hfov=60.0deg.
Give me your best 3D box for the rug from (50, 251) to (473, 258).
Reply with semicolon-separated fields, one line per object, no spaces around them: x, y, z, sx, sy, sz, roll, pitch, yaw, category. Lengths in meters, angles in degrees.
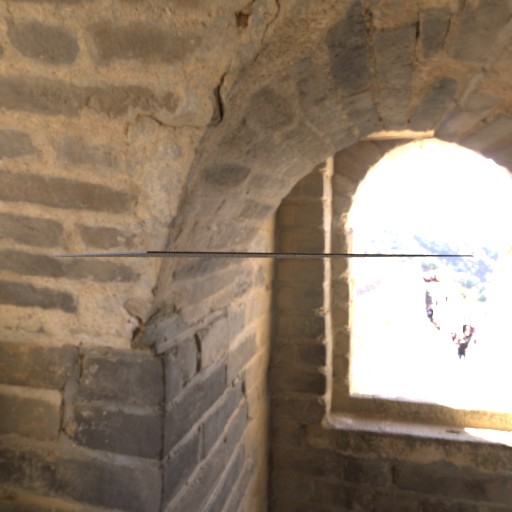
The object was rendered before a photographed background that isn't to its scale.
0.000;0.000;4.040;3.048;0.012;2.438;0;-1;-35;rug
